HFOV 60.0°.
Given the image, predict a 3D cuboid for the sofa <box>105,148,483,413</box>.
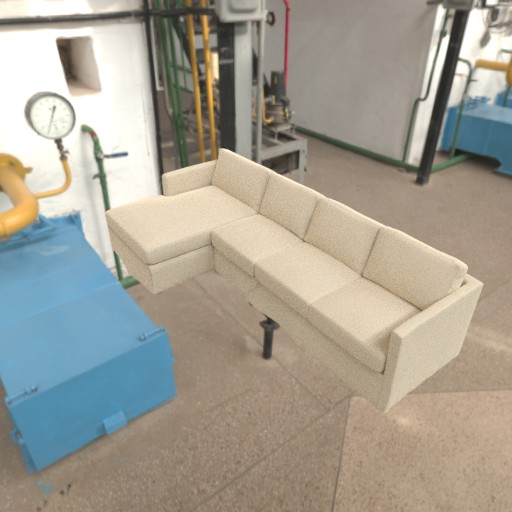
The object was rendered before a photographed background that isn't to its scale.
[{"bbox_3d":[0.000,0.000,3.927,1.650,0.922,3.205,-22,39,-30],"label":"sofa"}]
